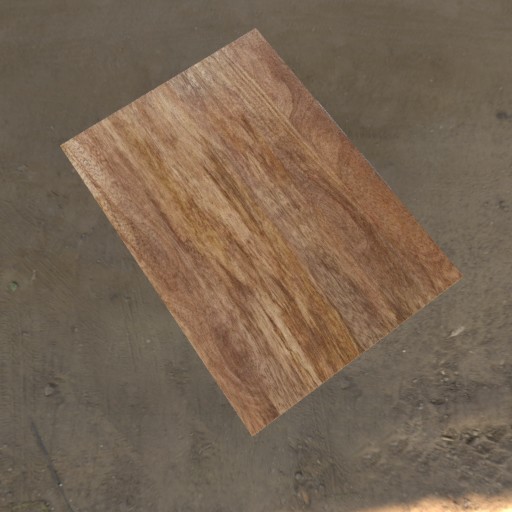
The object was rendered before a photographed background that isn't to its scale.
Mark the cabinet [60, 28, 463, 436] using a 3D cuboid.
[{"bbox_3d":[0.000,0.000,1.196,0.473,0.758,0.647,-35,79,-8],"label":"cabinet"}]
